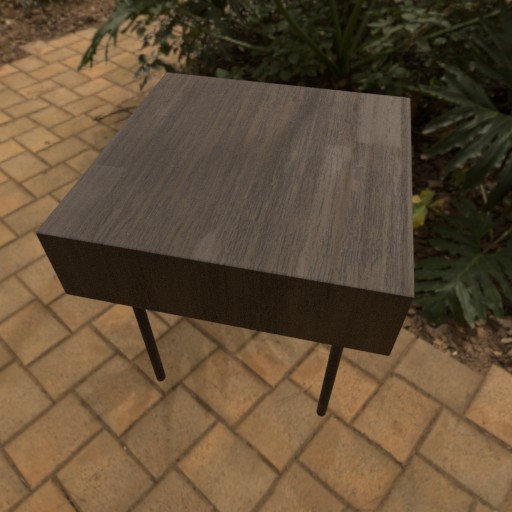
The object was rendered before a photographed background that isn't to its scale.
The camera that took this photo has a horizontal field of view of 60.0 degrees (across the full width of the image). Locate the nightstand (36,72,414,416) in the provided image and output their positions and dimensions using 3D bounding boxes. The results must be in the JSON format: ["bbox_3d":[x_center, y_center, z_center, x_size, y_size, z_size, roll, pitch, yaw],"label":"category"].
[{"bbox_3d":[0.000,0.000,0.912,0.503,0.497,0.502,9,48,9],"label":"nightstand"}]
